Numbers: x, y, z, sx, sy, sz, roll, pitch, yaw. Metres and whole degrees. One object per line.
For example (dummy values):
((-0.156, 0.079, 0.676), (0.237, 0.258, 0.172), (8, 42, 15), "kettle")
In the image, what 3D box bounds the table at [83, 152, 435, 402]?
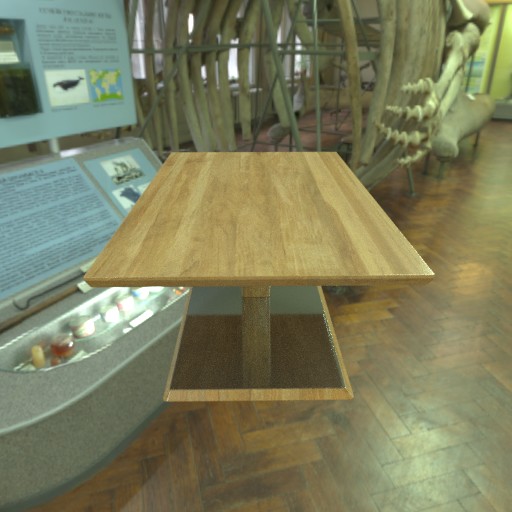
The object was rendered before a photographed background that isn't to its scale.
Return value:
((0.000, 0.000, 1.460), (0.692, 0.441, 1.100), (0, 26, -1), "table")
